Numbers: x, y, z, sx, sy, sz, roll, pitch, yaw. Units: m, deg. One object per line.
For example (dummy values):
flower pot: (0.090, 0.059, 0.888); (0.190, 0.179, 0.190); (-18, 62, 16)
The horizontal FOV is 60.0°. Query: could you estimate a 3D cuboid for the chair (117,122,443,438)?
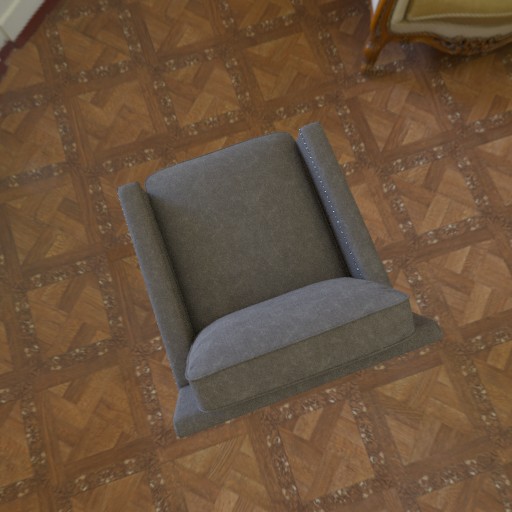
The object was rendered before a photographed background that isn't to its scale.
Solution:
chair: (0.000, 0.000, 1.729); (0.853, 0.948, 1.014); (-19, 77, -5)
